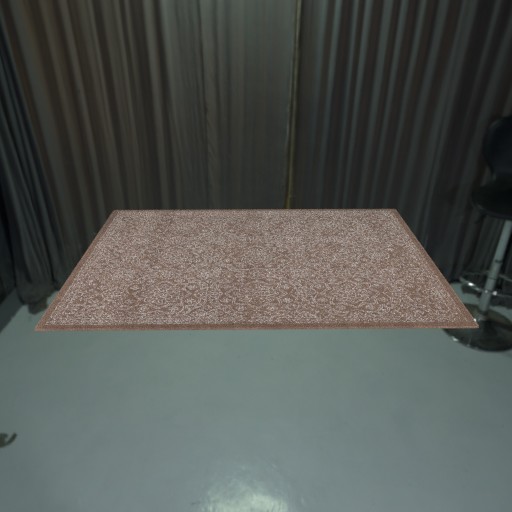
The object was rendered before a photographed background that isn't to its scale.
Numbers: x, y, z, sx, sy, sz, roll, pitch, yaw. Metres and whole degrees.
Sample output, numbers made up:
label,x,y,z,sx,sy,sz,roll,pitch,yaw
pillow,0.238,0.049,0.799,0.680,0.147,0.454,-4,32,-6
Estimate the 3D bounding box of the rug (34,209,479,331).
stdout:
label,x,y,z,sx,sy,sz,roll,pitch,yaw
rug,0.000,0.000,2.932,2.286,0.011,1.524,0,29,-1
